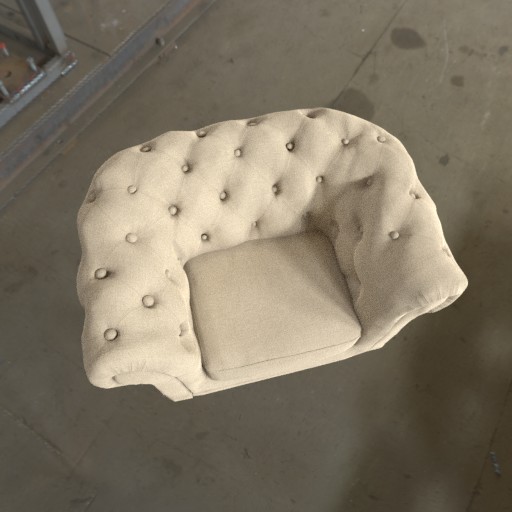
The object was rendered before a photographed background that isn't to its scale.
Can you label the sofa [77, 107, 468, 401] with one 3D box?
[{"bbox_3d":[0.000,0.000,2.023,1.405,0.878,1.034,-12,65,-6],"label":"sofa"}]
